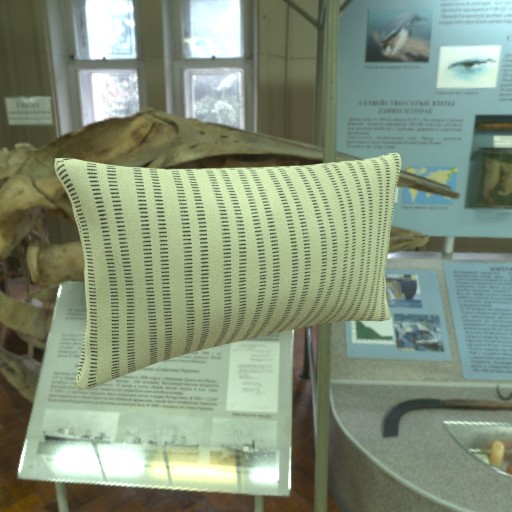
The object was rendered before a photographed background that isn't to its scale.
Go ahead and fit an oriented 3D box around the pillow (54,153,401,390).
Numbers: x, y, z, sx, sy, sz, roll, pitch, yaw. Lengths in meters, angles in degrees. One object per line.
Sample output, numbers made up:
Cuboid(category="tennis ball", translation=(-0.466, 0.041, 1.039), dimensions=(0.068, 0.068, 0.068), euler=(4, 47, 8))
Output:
Cuboid(category="pillow", translation=(0.000, 0.000, 0.792), dimensions=(0.640, 0.353, 0.210), euler=(-7, 16, -26))
